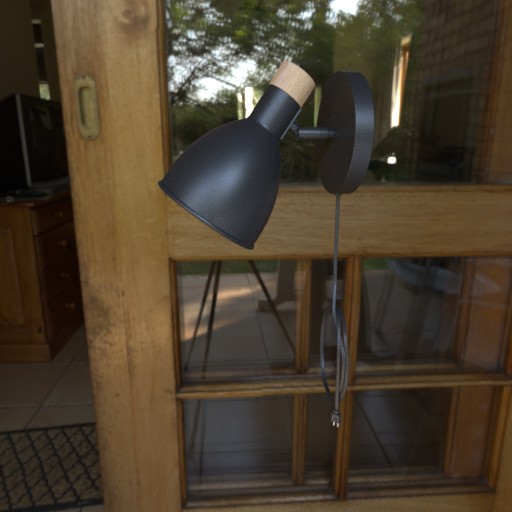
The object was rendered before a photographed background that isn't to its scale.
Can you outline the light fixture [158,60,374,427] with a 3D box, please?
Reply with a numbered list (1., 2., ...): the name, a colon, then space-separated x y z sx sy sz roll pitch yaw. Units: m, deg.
1. light fixture: 0.000 0.000 0.491 0.203 0.401 0.127 -2 15 -9
